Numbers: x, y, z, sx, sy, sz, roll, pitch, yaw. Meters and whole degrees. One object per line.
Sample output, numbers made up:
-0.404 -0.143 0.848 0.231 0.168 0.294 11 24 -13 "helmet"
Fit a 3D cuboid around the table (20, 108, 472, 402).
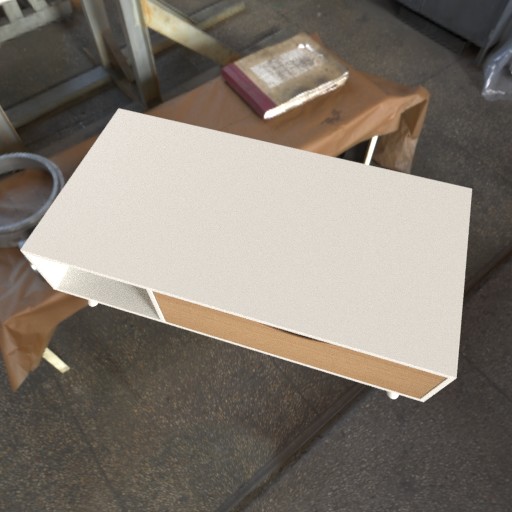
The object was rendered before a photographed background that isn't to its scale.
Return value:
0.000 0.000 1.483 1.194 0.432 0.609 15 60 9 "table"
